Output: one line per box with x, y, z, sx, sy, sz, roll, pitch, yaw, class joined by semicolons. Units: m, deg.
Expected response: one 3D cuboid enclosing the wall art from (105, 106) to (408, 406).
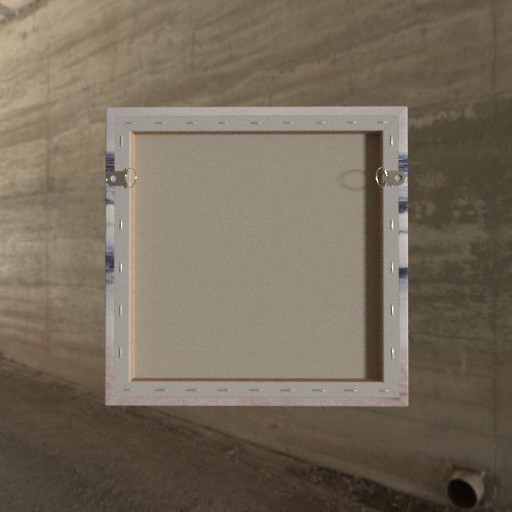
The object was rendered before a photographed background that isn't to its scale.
0.000;0.000;1.108;0.755;0.747;0.065;0;0;1;wall art
